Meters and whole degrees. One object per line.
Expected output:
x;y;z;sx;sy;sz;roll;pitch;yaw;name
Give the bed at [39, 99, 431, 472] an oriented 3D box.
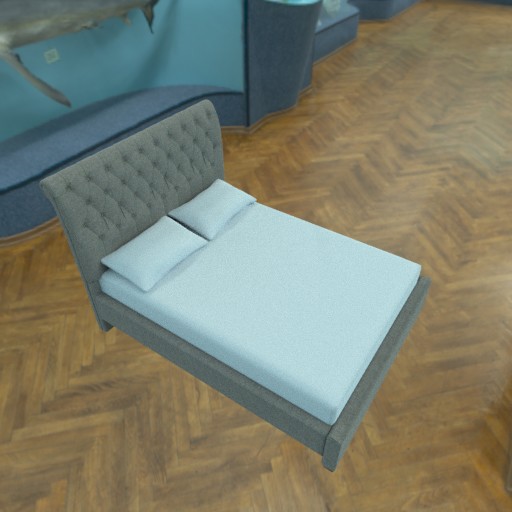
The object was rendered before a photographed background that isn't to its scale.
0.000;0.000;3.280;2.252;1.371;1.645;24;46;25;bed
